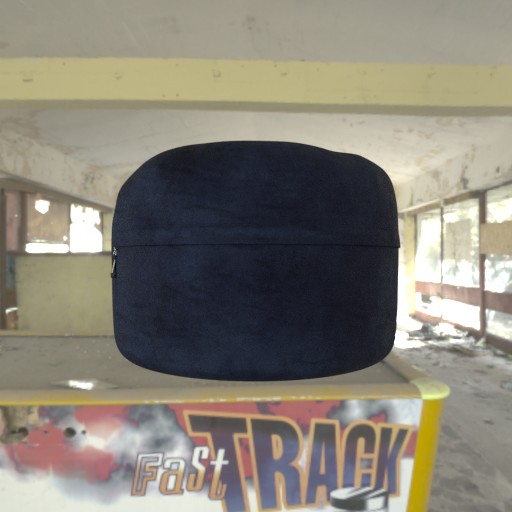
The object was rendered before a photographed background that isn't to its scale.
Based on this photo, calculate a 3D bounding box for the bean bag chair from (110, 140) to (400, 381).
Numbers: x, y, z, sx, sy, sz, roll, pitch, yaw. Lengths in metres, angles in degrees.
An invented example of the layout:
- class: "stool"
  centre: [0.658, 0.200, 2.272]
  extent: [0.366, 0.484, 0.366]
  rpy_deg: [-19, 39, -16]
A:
- class: "bean bag chair"
  centre: [0.000, 0.000, 1.474]
  extent: [0.918, 0.616, 0.918]
  rpy_deg: [0, 0, 0]
